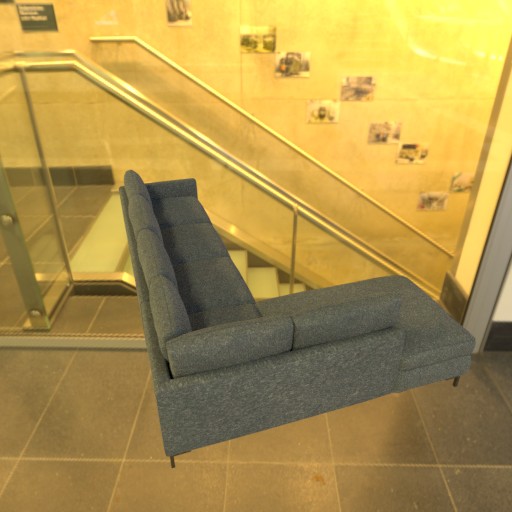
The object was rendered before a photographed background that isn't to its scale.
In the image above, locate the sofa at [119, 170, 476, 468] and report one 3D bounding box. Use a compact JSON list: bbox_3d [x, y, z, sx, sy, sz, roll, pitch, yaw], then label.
[{"bbox_3d":[0.000,0.000,3.720,2.007,0.815,2.949,-10,32,-16],"label":"sofa"}]
